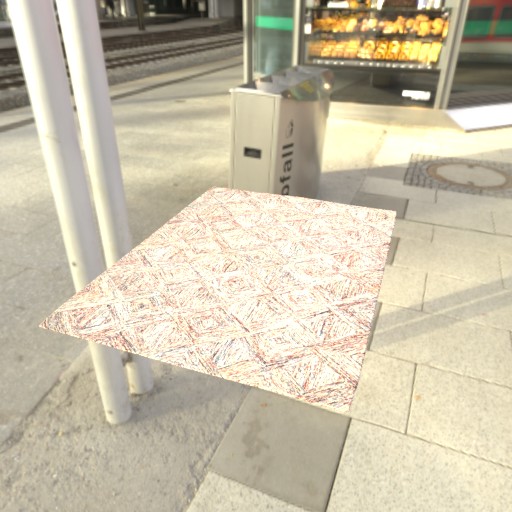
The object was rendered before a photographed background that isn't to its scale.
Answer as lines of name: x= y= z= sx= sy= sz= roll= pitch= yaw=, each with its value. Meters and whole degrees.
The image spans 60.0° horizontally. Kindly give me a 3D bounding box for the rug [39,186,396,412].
rug: x=0.000 y=0.000 z=4.378 sx=2.436 sy=0.024 sz=3.226 roll=10 pitch=31 yaw=18
